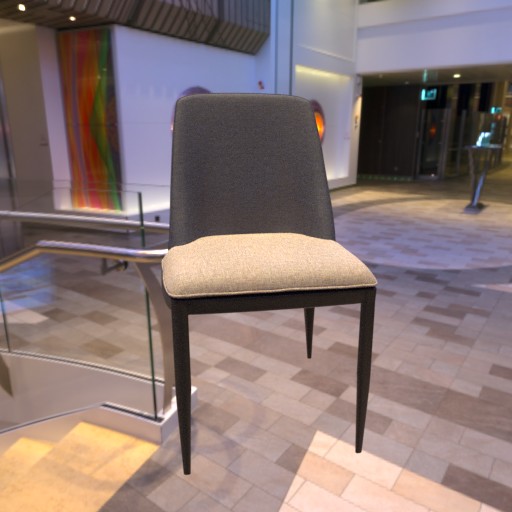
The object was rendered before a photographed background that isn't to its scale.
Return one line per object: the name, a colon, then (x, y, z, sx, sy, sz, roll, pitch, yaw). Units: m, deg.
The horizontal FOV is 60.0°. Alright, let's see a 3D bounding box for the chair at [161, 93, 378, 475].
chair: (0.000, 0.000, 1.154, 0.480, 0.839, 0.551, -3, 16, -10)
